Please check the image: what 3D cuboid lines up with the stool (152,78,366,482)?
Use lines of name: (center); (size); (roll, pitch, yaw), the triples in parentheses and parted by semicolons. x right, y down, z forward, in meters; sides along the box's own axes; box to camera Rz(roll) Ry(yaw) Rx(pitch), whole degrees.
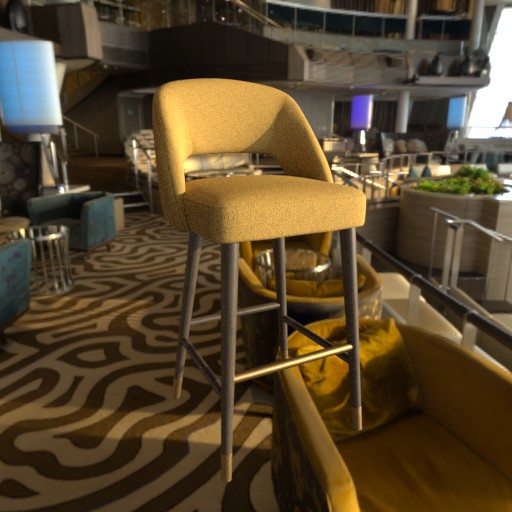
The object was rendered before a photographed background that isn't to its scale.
stool: (0.000, 0.000, 1.326); (0.536, 1.032, 0.522); (-8, 18, -27)
